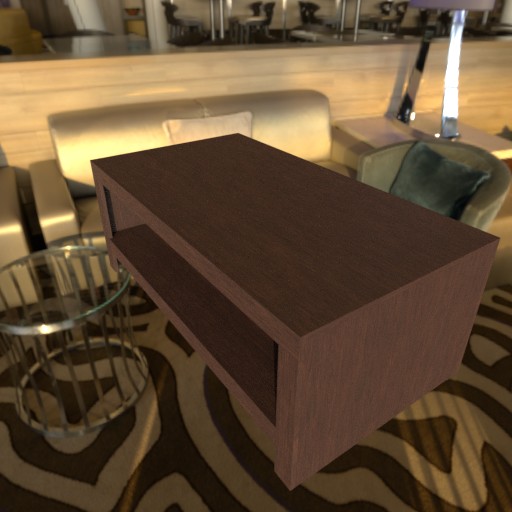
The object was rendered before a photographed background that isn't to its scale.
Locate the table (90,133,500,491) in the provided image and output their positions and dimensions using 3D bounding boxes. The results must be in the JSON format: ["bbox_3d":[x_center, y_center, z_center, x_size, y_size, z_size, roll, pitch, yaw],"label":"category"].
[{"bbox_3d":[0.000,0.000,1.362,0.597,0.424,1.099,-20,36,-30],"label":"table"}]
